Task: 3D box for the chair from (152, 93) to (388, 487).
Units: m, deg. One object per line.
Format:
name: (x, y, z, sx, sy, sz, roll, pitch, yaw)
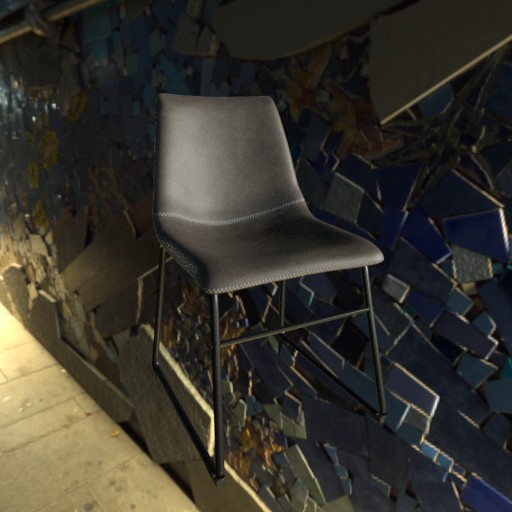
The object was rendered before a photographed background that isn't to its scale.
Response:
chair: (0.000, 0.000, 1.110, 0.460, 0.780, 0.550, -9, 19, -26)
